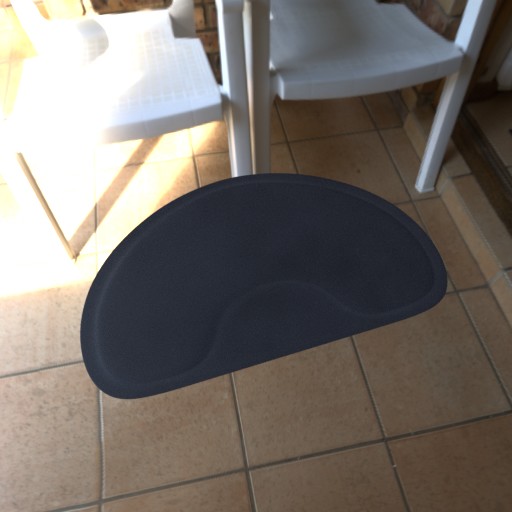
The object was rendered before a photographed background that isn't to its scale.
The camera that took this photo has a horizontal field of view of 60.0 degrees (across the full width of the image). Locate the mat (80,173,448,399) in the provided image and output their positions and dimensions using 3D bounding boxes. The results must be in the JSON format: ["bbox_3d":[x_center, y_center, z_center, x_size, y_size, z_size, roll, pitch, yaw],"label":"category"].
[{"bbox_3d":[0.000,0.000,1.909,1.524,0.013,0.913,-15,60,-9],"label":"mat"}]
